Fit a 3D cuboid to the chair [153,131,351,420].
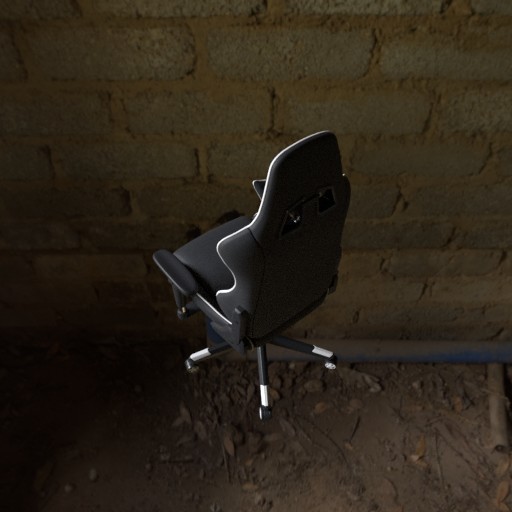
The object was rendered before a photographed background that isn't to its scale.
[{"bbox_3d":[0.000,0.000,1.706,0.700,1.240,0.700,-31,54,-25],"label":"chair"}]
